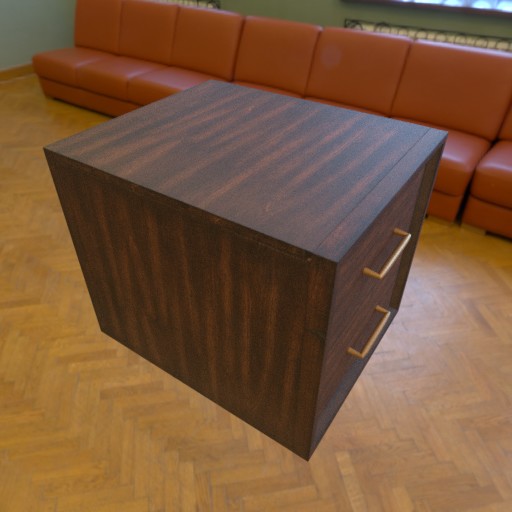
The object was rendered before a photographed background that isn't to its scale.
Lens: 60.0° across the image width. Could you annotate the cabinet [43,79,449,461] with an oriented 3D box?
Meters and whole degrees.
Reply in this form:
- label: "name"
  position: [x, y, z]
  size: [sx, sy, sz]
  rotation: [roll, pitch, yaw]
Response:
- label: "cabinet"
  position: [0.000, 0.000, 0.824]
  size: [0.500, 0.455, 0.402]
  rotation: [23, 44, 26]
